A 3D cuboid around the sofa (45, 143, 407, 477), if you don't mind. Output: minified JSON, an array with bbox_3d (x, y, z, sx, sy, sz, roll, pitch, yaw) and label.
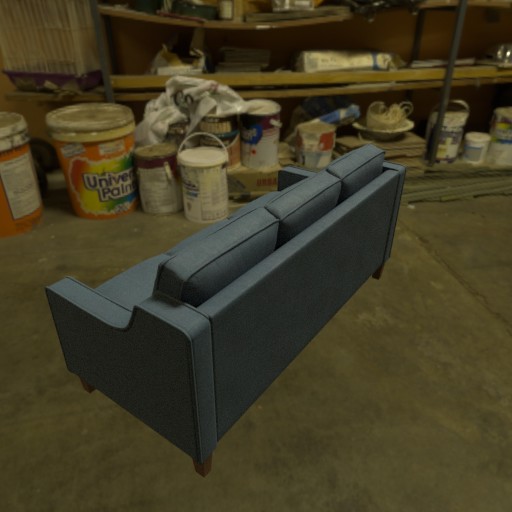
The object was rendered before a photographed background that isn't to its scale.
[{"bbox_3d":[0.000,0.000,2.497,0.911,0.974,1.986,20,36,30],"label":"sofa"}]
